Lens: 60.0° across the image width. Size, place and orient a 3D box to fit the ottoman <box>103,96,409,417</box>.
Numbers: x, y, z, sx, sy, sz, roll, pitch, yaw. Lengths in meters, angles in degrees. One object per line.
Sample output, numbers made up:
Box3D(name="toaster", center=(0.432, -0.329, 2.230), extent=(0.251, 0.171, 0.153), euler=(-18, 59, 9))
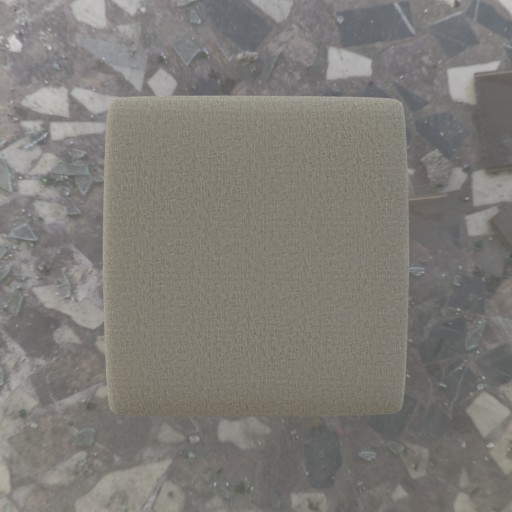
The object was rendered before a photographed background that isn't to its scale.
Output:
Box3D(name="ottoman", center=(0.000, 0.000, 1.069), extent=(0.648, 0.399, 0.655), euler=(0, 90, -1))
